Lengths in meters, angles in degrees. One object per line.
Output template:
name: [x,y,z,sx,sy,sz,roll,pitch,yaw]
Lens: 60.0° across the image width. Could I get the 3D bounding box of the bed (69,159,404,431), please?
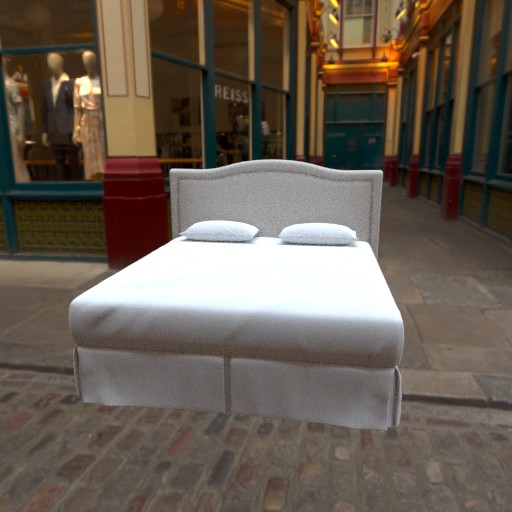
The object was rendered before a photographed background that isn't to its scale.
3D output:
bed: [0.000,0.000,3.448,2.083,1.421,2.182,2,14,9]
